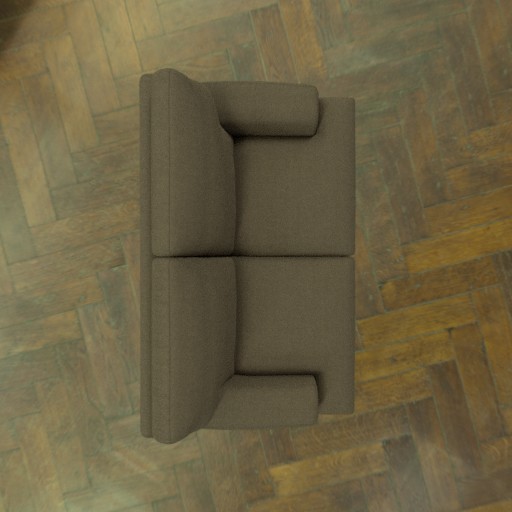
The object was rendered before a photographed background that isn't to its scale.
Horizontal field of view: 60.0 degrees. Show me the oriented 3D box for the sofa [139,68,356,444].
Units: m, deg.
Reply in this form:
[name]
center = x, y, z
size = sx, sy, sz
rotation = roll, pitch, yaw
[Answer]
[sofa]
center = 0.000, 0.000, 2.465
size = 1.140, 0.950, 1.869
rotation = 0, 91, 1
